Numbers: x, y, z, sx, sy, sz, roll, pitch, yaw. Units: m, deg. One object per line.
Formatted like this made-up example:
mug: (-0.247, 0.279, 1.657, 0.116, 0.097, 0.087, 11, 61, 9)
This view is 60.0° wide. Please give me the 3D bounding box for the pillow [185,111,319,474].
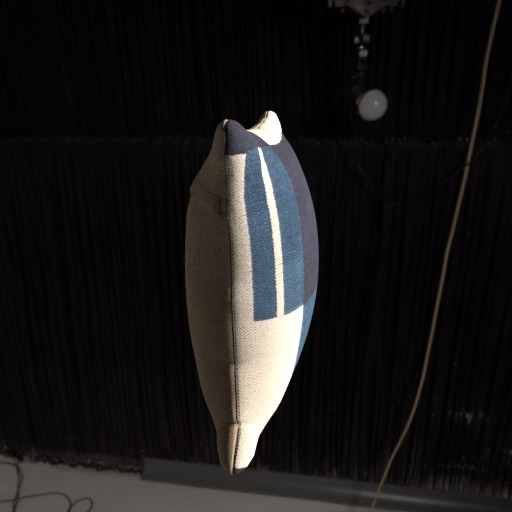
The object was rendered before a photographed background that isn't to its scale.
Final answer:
pillow: (0.000, 0.000, 0.815, 0.229, 0.506, 0.536, 2, 18, 7)
